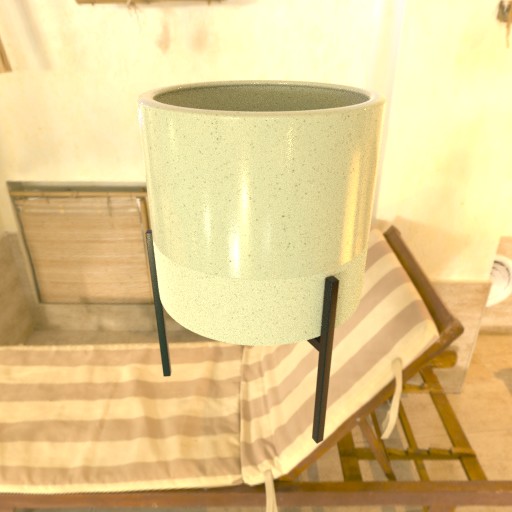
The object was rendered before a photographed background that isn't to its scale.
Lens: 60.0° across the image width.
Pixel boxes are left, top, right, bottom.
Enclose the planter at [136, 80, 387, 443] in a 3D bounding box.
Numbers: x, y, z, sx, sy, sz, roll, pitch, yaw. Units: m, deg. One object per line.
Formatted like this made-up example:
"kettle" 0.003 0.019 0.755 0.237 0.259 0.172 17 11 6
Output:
"planter" 0.000 0.000 0.330 0.159 0.230 0.152 0 28 0
